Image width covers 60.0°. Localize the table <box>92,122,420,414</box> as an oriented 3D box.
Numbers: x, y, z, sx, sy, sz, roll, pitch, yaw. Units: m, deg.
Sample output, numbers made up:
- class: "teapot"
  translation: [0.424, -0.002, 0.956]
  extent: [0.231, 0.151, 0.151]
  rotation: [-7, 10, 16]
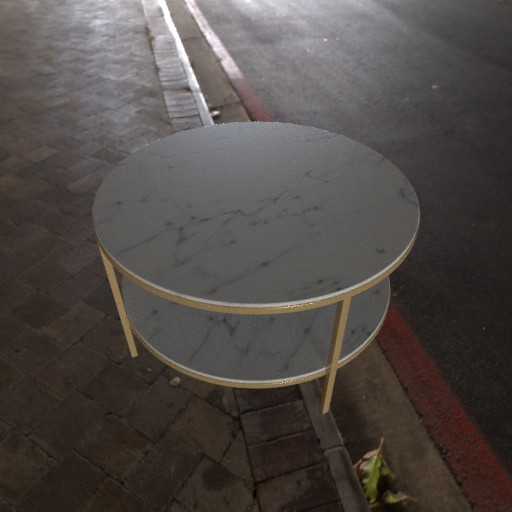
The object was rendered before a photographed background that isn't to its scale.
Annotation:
- class: "table"
  translation: [0.000, 0.000, 1.264]
  extent: [0.800, 0.450, 0.800]
  rotation: [0, 41, 0]
